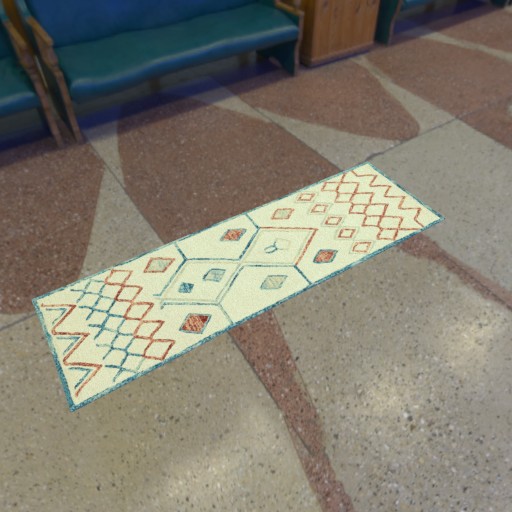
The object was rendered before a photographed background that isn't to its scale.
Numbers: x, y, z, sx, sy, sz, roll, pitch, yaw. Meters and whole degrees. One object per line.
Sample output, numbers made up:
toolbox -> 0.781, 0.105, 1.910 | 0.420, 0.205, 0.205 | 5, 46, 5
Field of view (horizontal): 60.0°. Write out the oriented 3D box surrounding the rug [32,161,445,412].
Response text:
rug -> 0.000, 0.000, 2.653 | 2.435, 0.011, 0.750 | -25, 52, -21
